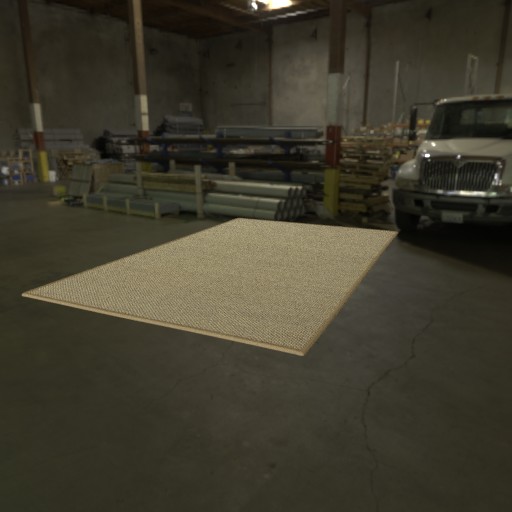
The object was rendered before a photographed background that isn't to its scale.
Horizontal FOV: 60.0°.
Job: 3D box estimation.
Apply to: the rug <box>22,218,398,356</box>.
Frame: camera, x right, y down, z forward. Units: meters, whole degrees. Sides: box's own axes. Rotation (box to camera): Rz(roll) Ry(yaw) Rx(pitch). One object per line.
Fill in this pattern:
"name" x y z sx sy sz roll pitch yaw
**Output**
"rug" 0.000 0.000 2.081 1.062 0.013 1.667 7 17 24
